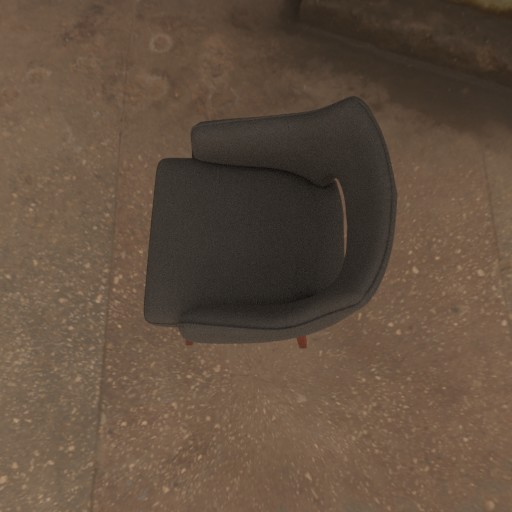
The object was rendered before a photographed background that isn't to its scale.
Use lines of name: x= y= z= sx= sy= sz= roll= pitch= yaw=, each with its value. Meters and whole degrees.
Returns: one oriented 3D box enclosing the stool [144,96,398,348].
stool: x=0.000 y=0.000 z=1.330 sx=0.558 sy=1.012 sz=0.548 roll=1 pitch=75 yaw=0
